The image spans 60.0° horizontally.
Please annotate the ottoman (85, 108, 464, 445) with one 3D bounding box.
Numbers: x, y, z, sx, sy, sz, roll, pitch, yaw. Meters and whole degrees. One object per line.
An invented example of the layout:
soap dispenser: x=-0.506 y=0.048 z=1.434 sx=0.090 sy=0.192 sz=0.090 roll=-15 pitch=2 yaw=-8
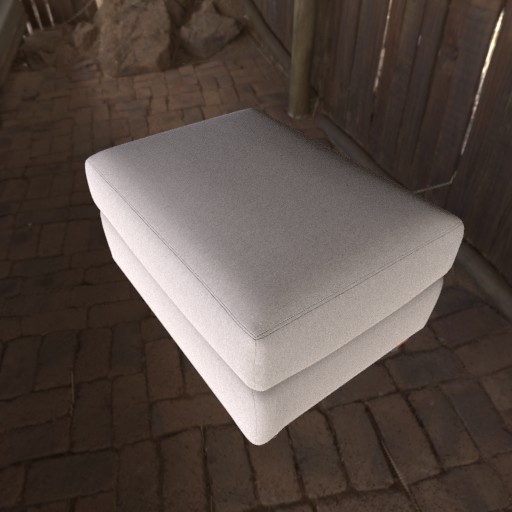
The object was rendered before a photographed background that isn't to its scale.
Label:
ottoman: x=0.000 y=0.000 z=1.150 sx=0.574 sy=0.497 sz=0.773 roll=-25 pitch=46 yaw=-27
